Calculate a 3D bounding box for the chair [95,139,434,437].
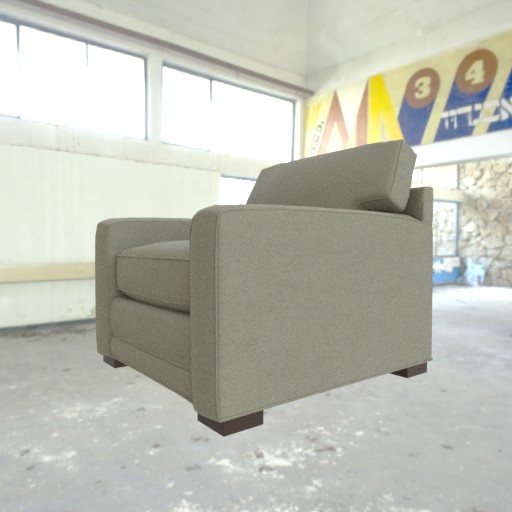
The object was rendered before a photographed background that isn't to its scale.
[{"bbox_3d":[0.000,0.000,1.849,1.044,0.934,0.999,-1,2,-37],"label":"chair"}]
